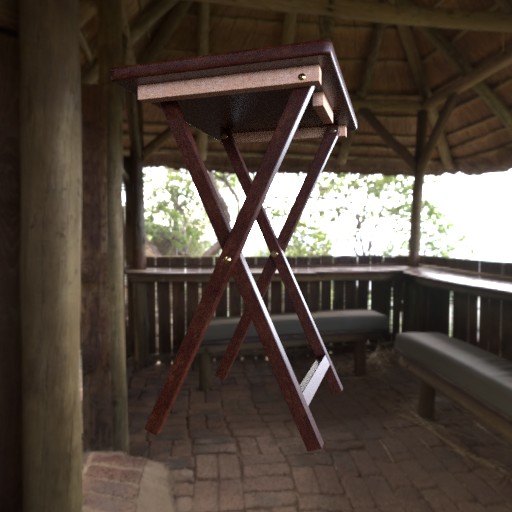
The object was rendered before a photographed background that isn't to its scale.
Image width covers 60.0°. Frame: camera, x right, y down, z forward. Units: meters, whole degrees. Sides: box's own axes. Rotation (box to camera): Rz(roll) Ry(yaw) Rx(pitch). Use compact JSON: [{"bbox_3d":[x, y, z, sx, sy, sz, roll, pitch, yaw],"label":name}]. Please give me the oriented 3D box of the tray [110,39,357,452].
[{"bbox_3d":[0.000,0.000,0.946,0.381,0.660,0.483,1,2,17],"label":"tray"}]
